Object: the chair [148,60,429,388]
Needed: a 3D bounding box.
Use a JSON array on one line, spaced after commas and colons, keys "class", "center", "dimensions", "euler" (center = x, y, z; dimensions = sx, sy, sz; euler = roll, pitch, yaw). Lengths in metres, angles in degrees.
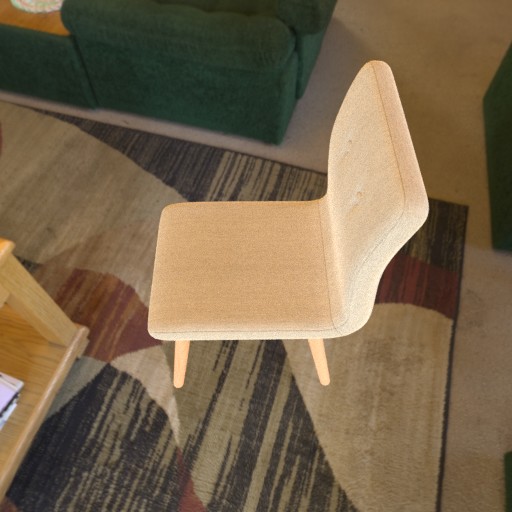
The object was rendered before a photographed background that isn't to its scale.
[{"class": "chair", "center": [0.000, 0.000, 1.155], "dimensions": [0.550, 0.885, 0.435], "euler": [-1, 58, -1]}]
